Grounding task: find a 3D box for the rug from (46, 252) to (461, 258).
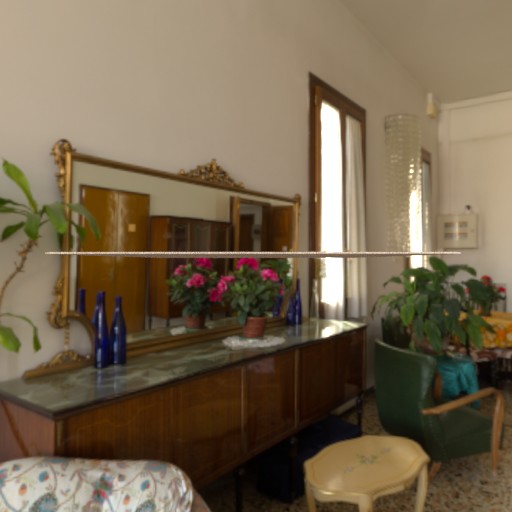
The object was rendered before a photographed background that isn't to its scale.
[{"bbox_3d":[0.000,0.000,4.073,2.406,0.012,3.034,0,-1,1],"label":"rug"}]
